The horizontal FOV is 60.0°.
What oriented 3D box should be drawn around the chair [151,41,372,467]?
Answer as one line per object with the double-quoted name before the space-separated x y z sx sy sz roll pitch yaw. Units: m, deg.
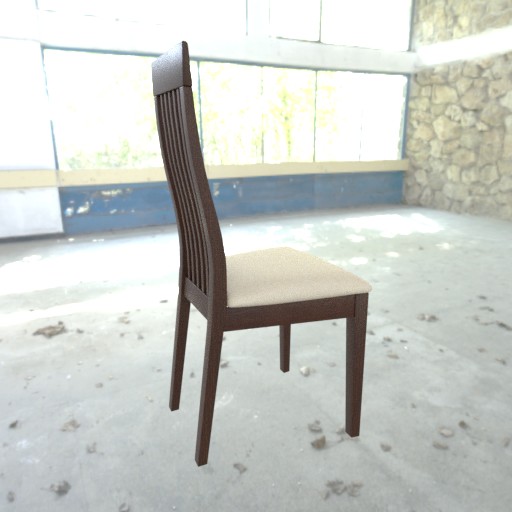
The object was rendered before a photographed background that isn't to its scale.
"chair" 0.000 0.000 1.253 0.474 1.027 0.460 -7 16 -24
